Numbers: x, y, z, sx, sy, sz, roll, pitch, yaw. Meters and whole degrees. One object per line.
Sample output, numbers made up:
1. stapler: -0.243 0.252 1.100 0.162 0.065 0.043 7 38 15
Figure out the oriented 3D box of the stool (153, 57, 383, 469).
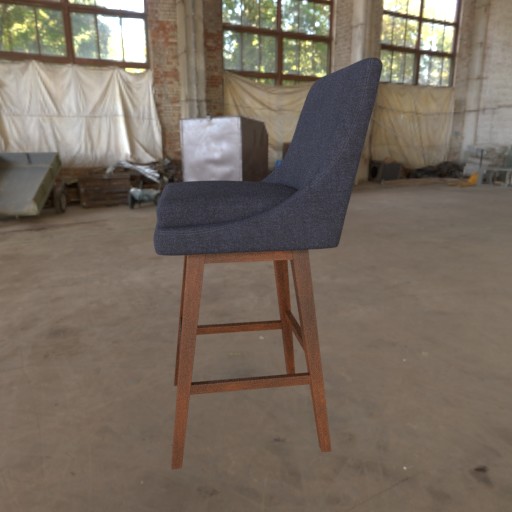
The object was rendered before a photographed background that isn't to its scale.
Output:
1. stool: 0.000 0.000 1.342 0.572 1.068 0.489 -2 15 -9
